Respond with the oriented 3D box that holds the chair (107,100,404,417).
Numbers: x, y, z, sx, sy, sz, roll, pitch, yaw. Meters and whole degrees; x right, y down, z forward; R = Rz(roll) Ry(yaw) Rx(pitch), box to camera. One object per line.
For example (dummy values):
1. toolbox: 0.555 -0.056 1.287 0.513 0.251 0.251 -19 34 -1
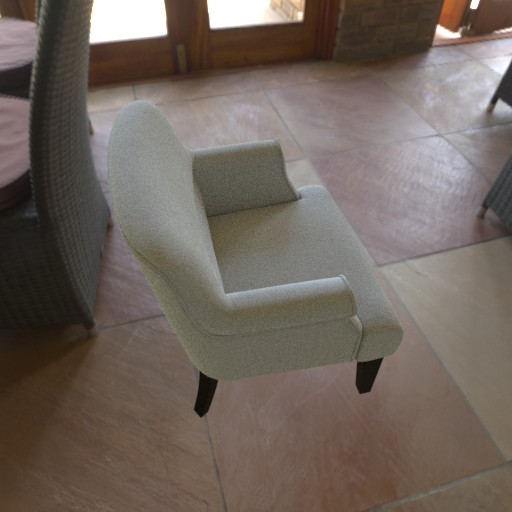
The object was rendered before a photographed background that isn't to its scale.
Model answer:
1. chair: 0.000 0.000 1.444 0.750 0.875 0.781 -10 47 -9
